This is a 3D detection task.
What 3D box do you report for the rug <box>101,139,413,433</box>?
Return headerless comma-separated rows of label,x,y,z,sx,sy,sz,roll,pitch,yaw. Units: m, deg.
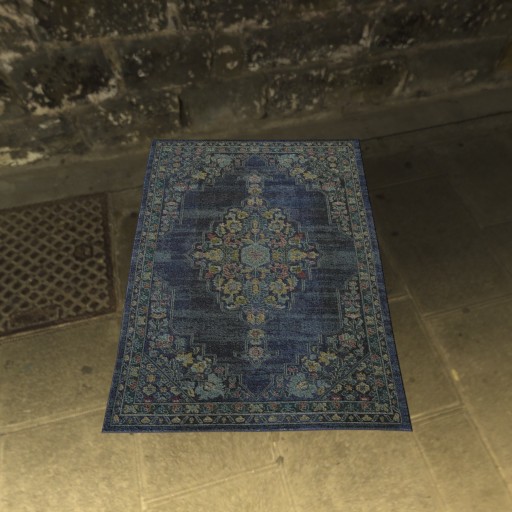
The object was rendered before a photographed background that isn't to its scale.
rug,0.000,0.000,4.807,2.716,0.035,3.612,0,58,0
